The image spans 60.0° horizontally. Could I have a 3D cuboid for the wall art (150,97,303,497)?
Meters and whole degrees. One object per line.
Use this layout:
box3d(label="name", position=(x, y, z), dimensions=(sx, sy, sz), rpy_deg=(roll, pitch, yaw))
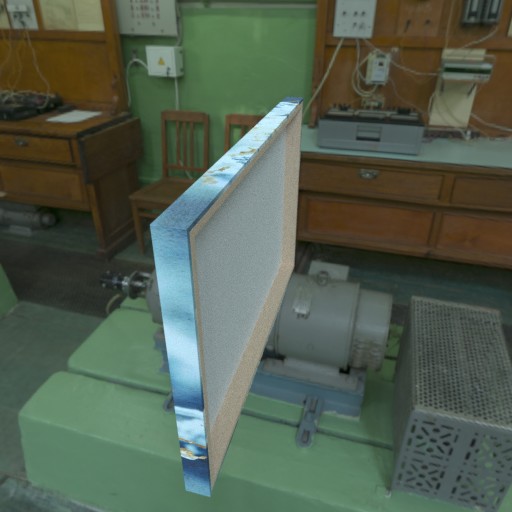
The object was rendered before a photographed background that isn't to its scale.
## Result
box3d(label="wall art", position=(0.000, 0.000, 0.753), dimensions=(0.036, 0.405, 0.607), rpy_deg=(8, 31, 13))
